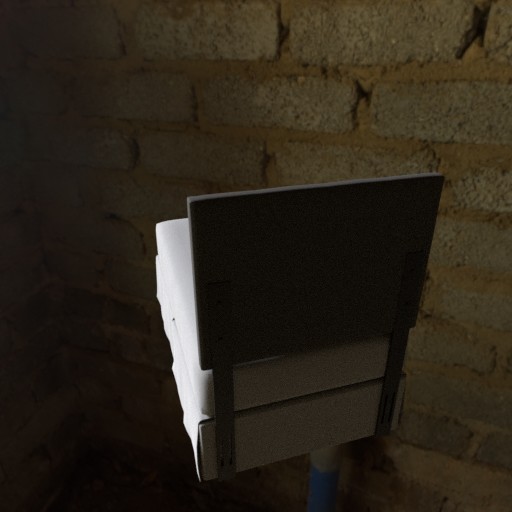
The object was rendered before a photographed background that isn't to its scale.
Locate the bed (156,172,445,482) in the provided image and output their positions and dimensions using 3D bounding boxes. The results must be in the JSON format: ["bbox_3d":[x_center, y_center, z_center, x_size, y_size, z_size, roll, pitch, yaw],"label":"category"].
[{"bbox_3d":[0.000,0.000,2.971,1.261,1.571,1.997,-8,28,-15],"label":"bed"}]
